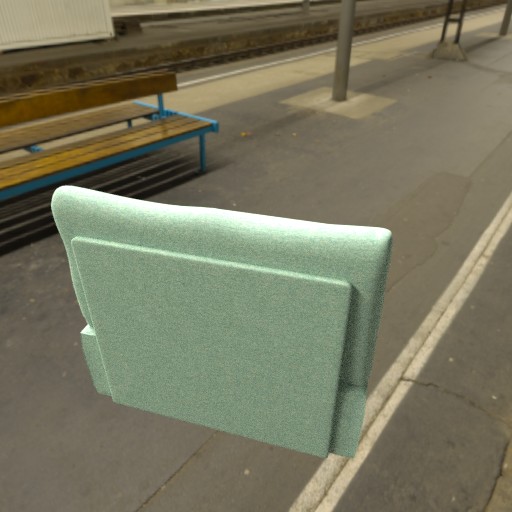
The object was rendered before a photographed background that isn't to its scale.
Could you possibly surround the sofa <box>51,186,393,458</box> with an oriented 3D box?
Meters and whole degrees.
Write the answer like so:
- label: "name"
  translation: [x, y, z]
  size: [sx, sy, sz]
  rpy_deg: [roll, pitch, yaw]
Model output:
- label: "sofa"
  translation: [0.000, 0.000, 1.674]
  size: [0.930, 0.820, 1.000]
  rpy_deg: [9, 34, 14]
